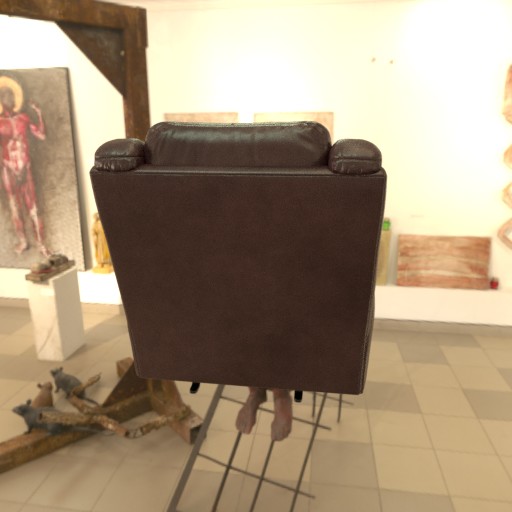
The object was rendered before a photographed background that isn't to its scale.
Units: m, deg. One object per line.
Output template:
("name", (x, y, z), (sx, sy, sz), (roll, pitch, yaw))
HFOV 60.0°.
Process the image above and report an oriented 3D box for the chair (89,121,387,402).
("chair", (0.000, 0.000, 1.909), (0.990, 1.093, 1.041), (2, 16, 8))
